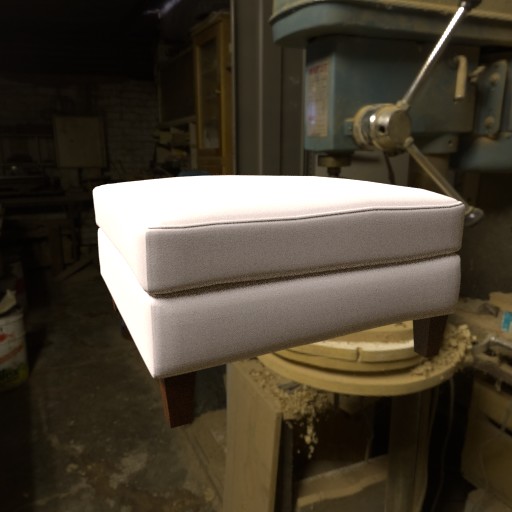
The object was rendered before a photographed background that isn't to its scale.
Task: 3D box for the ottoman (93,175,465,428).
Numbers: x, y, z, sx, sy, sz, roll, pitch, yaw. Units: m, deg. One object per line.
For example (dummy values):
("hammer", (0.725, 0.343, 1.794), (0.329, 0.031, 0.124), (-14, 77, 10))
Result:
("ottoman", (0.000, 0.000, 1.349), (0.838, 0.479, 0.838), (-7, 16, -25))
